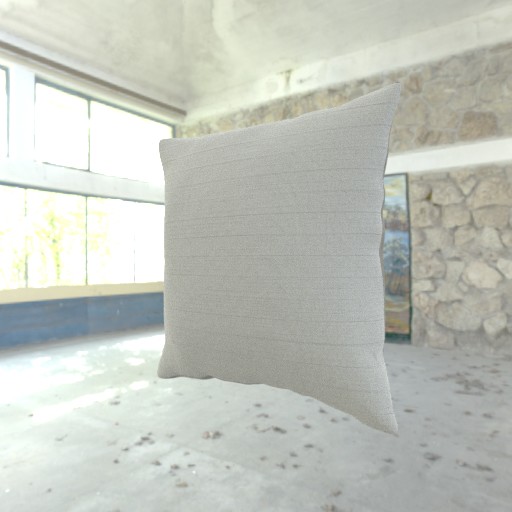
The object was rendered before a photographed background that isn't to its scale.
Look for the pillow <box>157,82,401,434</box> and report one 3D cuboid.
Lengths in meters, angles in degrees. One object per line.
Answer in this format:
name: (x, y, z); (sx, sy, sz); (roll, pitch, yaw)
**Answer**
pillow: (0.000, 0.000, 0.720); (0.470, 0.464, 0.175); (-1, -1, 36)
